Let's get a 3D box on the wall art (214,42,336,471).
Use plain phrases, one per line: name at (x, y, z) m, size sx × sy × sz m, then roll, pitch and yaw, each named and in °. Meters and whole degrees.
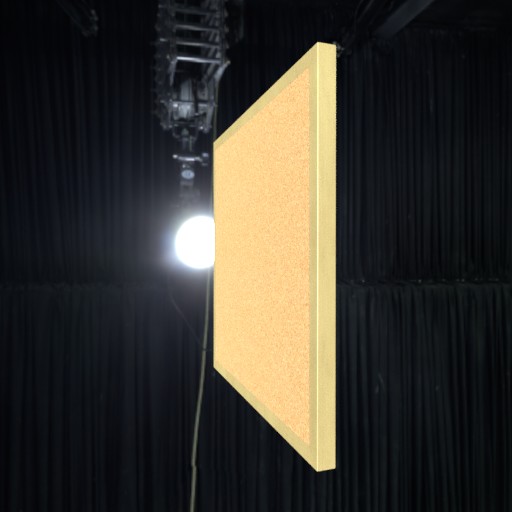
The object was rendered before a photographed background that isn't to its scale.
wall art at (0.000, 0.000, 1.152) m, size 0.037 × 0.763 × 0.763 m, roll 0°, pitch 0°, yaw -19°
